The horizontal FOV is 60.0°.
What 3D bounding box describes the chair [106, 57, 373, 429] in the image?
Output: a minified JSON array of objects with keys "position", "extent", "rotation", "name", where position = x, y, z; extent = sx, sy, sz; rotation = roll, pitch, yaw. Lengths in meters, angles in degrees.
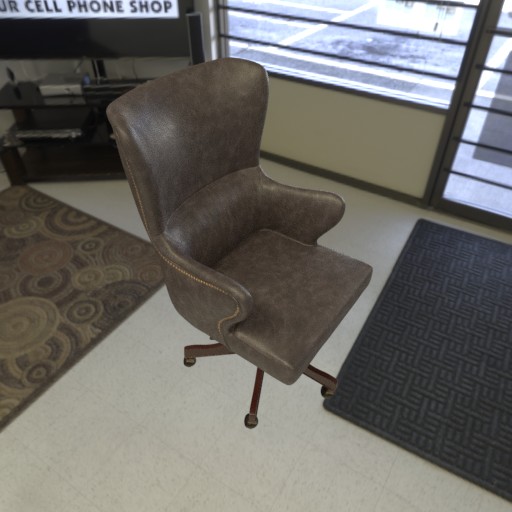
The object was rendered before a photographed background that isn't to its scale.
[{"position":[0.000,0.000,1.462],"extent":[0.717,1.037,0.594],"rotation":[25,47,26],"name":"chair"}]
